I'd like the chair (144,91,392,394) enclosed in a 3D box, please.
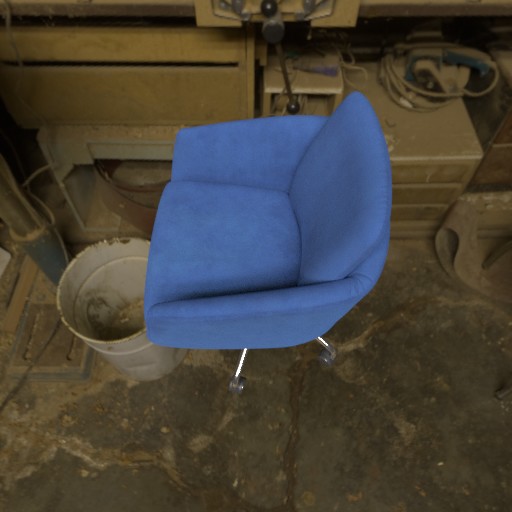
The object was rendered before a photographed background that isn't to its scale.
[{"bbox_3d":[0.000,0.000,1.360,0.635,0.908,0.641,1,59,1],"label":"chair"}]
